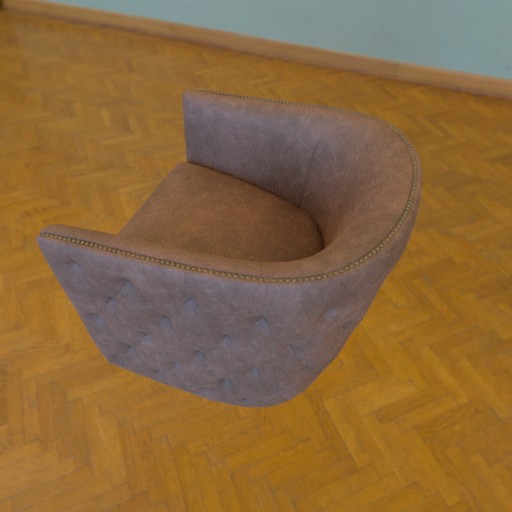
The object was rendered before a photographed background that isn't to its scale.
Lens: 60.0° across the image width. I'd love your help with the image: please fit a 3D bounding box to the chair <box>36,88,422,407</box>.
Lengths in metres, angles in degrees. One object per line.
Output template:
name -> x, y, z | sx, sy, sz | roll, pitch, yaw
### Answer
chair -> 0.000, 0.000, 1.467 | 0.870, 0.790, 0.850 | 16, 49, 14
